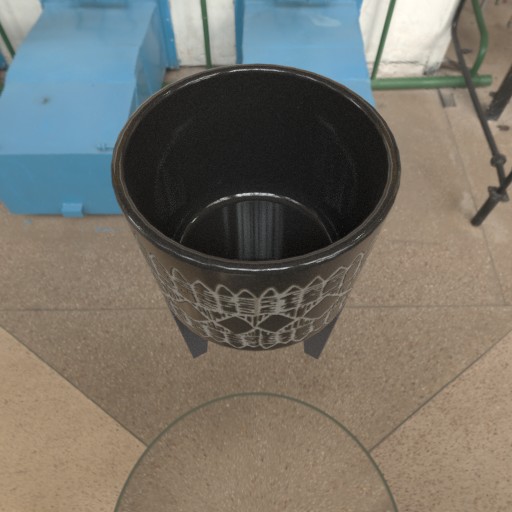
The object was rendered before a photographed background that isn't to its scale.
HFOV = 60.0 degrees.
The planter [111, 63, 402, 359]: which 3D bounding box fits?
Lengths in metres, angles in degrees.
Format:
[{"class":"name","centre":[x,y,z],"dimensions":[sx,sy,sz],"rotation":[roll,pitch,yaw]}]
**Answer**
[{"class":"planter","centre":[0.000,0.000,0.273],"dimensions":[0.129,0.177,0.129],"rotation":[0,57,0]}]
